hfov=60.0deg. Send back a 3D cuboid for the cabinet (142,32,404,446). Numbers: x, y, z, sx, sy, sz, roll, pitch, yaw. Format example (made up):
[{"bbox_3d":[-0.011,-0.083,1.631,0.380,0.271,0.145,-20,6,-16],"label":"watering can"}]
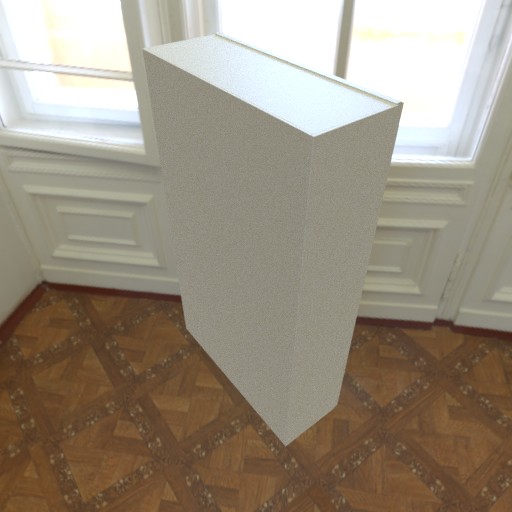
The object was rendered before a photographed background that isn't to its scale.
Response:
[{"bbox_3d":[0.000,0.000,2.661,0.480,2.160,1.250,-27,47,-28],"label":"cabinet"}]
